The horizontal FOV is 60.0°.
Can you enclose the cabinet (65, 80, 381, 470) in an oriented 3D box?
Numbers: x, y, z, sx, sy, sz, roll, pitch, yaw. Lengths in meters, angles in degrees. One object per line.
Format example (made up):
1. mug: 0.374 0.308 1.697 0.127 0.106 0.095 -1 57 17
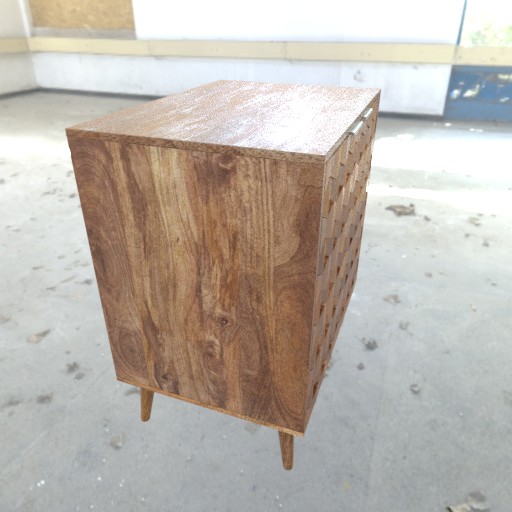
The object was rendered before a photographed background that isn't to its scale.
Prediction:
1. cabinet: 0.000 0.000 1.154 0.473 0.758 0.647 11 31 18
